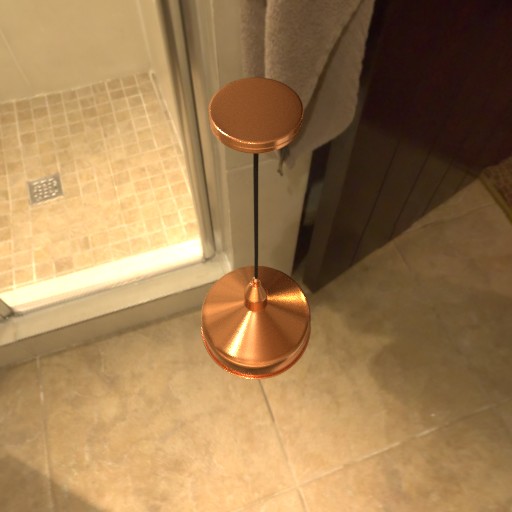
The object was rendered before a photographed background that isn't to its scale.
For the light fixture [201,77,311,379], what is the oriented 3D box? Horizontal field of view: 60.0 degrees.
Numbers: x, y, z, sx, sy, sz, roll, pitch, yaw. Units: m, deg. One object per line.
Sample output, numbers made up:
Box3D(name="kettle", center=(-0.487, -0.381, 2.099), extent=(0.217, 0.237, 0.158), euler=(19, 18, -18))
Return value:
Box3D(name="light fixture", center=(0.000, 0.000, 0.898), extent=(0.301, 0.754, 0.301), euler=(30, 64, 16))
